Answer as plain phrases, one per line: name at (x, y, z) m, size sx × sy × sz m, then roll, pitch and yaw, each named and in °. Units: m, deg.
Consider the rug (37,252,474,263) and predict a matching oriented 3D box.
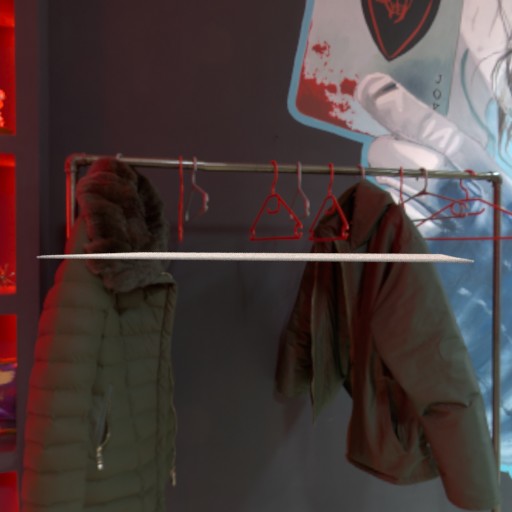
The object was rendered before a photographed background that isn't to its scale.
rug at (0.000, 0.000, 1.467) m, size 1.219 × 0.007 × 0.604 m, roll 0°, pitch 2°, yaw 17°
